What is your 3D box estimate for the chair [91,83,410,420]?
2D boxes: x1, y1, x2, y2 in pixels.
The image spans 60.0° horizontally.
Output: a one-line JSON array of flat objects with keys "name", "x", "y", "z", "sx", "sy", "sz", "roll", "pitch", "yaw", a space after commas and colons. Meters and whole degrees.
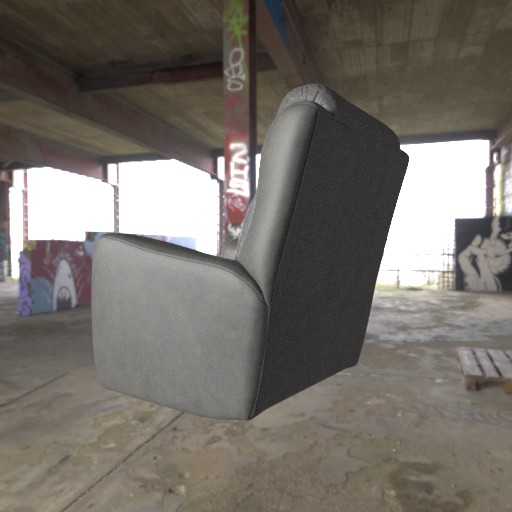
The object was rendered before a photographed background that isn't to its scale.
[{"name": "chair", "x": 0.000, "y": 0.000, "z": 1.903, "sx": 1.068, "sy": 1.116, "sz": 0.967, "roll": 1, "pitch": 1, "yaw": 37}]
